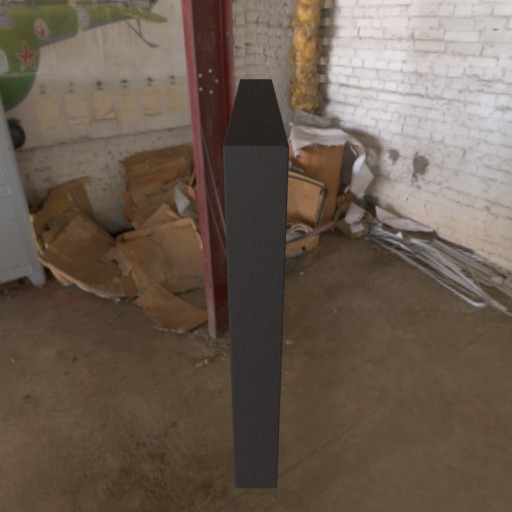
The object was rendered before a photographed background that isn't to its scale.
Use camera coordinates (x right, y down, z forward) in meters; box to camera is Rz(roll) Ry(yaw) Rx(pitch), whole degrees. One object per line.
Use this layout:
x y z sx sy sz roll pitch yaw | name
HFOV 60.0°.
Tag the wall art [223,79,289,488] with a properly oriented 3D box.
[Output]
0.000 0.000 0.455 0.037 0.305 0.305 0 28 0 | wall art
